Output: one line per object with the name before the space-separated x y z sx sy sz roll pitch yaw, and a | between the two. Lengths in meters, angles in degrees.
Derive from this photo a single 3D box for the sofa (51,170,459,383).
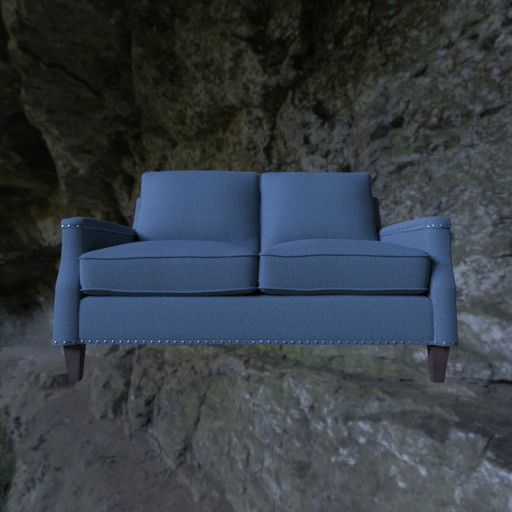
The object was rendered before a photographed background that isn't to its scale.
sofa | 0.000 0.000 2.242 1.597 1.003 1.084 0 -1 1
